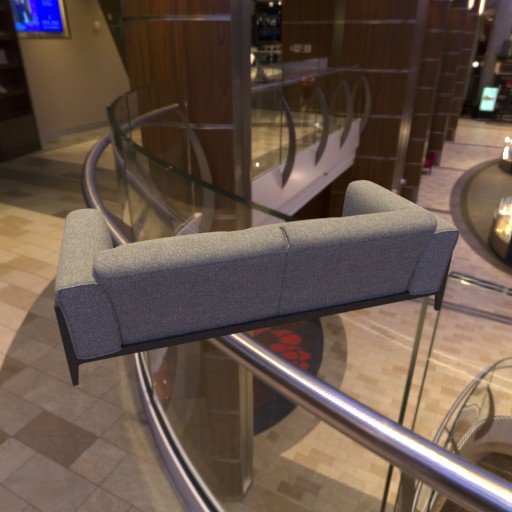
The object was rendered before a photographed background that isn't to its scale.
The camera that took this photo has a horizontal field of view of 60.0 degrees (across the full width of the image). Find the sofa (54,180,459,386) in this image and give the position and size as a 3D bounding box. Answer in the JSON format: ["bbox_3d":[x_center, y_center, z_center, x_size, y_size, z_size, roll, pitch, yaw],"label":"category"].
[{"bbox_3d":[0.000,0.000,2.628,2.125,0.703,0.985,-8,28,-16],"label":"sofa"}]
